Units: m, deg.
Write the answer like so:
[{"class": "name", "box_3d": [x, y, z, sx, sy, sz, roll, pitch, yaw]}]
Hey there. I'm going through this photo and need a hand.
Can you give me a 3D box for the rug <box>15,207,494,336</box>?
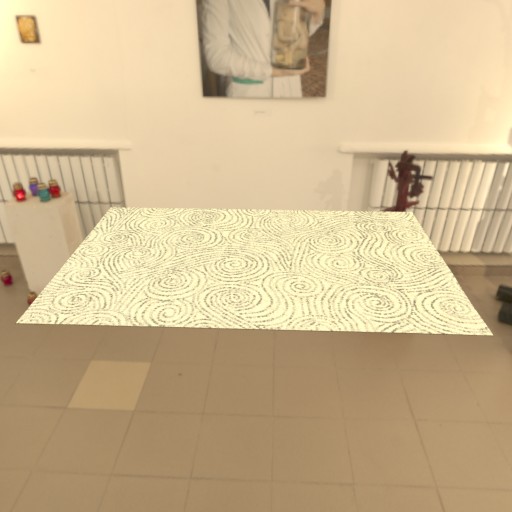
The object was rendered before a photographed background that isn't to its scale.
[{"class": "rug", "box_3d": [0.000, 0.000, 2.916, 2.439, 0.005, 1.524, 1, 30, 2]}]
